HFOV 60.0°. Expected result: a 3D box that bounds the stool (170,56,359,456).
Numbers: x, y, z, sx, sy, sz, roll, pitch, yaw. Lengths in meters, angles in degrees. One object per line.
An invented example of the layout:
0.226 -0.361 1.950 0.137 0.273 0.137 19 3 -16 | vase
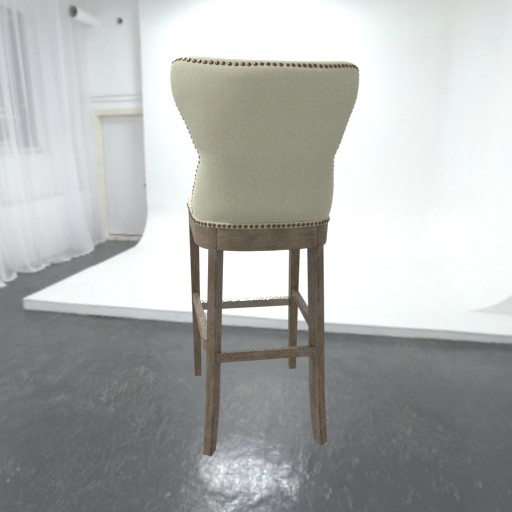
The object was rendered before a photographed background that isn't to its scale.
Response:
0.000 0.000 1.450 0.494 1.123 0.606 -2 14 -8 | stool
